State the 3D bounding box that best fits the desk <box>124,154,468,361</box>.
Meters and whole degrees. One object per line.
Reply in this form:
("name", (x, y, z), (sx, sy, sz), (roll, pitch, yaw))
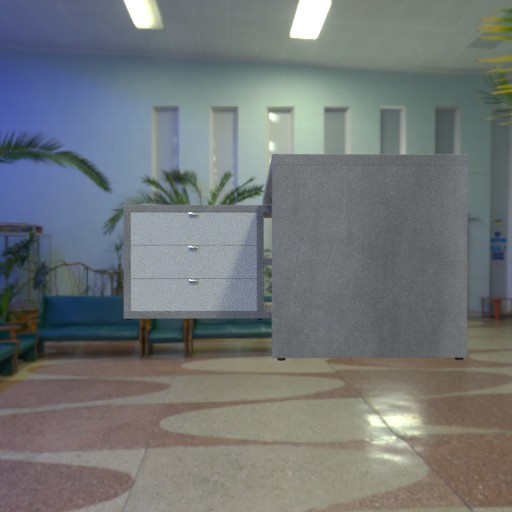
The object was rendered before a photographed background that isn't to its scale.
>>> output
("desk", (0.000, 0.000, 2.280), (1.500, 0.740, 1.400), (0, 1, -1))
